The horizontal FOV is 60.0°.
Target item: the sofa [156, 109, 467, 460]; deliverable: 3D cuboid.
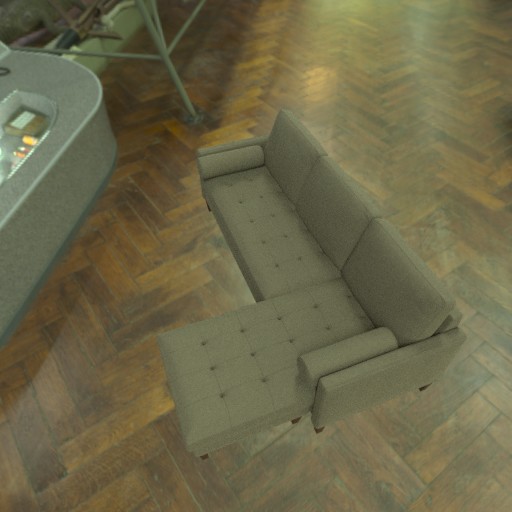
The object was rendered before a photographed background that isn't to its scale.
[{"bbox_3d":[0.000,0.000,2.903,1.506,0.875,2.178,-16,49,-14],"label":"sofa"}]
